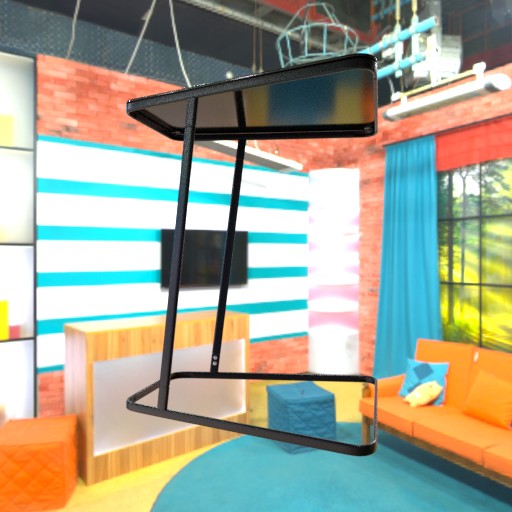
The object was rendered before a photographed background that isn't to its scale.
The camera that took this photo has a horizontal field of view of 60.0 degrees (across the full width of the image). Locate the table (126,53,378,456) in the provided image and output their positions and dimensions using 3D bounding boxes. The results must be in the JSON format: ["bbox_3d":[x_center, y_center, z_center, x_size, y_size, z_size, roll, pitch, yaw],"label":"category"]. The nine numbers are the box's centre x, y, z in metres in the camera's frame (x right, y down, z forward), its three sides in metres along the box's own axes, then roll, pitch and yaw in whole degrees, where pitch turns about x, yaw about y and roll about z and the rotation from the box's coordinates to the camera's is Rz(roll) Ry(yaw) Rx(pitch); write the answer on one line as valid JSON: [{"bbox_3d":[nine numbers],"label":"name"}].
[{"bbox_3d":[0.000,0.000,0.944,0.500,0.624,0.427,0,0,16],"label":"table"}]
